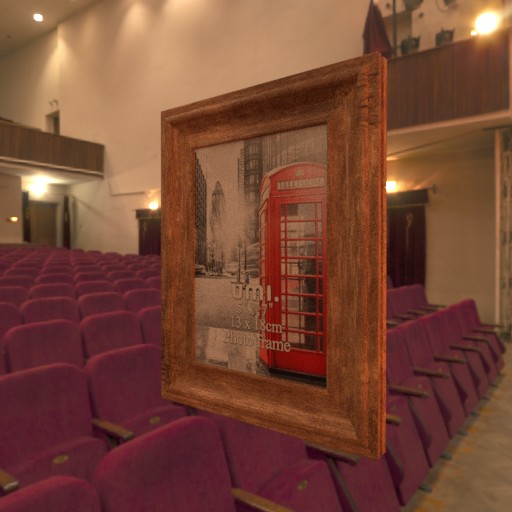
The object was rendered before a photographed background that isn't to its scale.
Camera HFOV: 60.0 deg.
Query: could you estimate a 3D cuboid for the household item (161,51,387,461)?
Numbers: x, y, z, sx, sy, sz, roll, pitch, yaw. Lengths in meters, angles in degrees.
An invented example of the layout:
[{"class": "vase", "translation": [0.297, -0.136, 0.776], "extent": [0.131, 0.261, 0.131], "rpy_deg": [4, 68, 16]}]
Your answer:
[{"class": "household item", "translation": [0.000, 0.000, 0.317], "extent": [0.186, 0.237, 0.018], "rpy_deg": [1, 1, 37]}]
